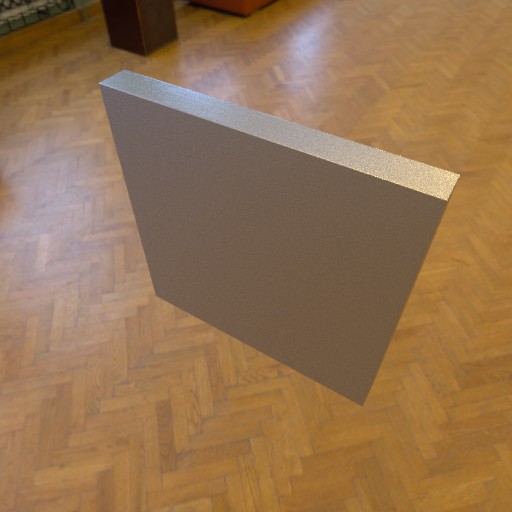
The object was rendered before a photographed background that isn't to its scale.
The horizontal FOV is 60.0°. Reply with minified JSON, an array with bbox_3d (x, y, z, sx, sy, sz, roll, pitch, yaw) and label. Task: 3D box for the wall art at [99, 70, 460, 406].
[{"bbox_3d":[0.000,0.000,0.524,0.350,0.350,0.038,24,52,21],"label":"wall art"}]
